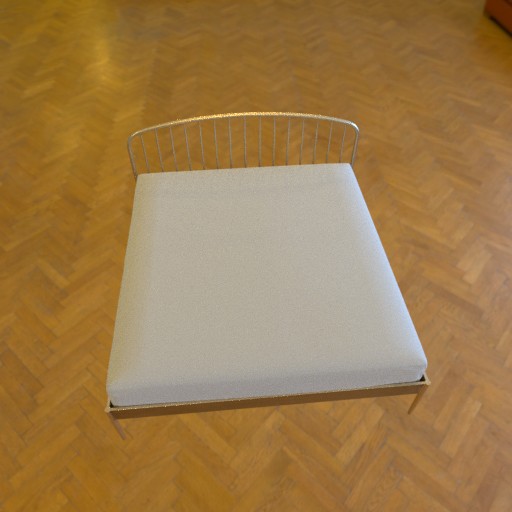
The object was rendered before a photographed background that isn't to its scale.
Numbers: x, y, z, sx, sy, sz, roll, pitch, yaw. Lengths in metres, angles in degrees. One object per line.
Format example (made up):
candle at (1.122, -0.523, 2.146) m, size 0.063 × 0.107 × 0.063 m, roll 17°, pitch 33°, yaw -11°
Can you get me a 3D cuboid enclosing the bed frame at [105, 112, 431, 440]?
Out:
bed frame at (0.000, 0.000, 3.349) m, size 2.016 × 1.174 × 2.152 m, roll -4°, pitch 47°, yaw -3°
